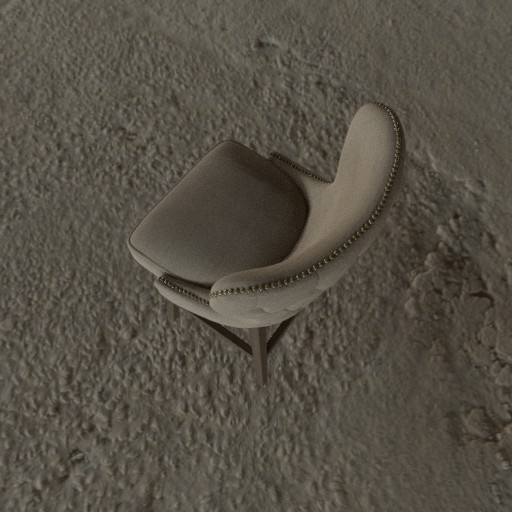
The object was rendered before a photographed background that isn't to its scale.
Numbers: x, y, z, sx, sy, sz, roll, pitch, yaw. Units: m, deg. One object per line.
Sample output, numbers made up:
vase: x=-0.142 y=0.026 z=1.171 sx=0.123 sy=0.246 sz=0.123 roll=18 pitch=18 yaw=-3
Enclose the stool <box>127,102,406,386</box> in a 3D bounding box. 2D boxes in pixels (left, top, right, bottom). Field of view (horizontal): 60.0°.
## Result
stool: x=0.000 y=0.000 z=1.345 sx=0.597 sy=0.972 sz=0.615 roll=33 pitch=67 yaw=15
